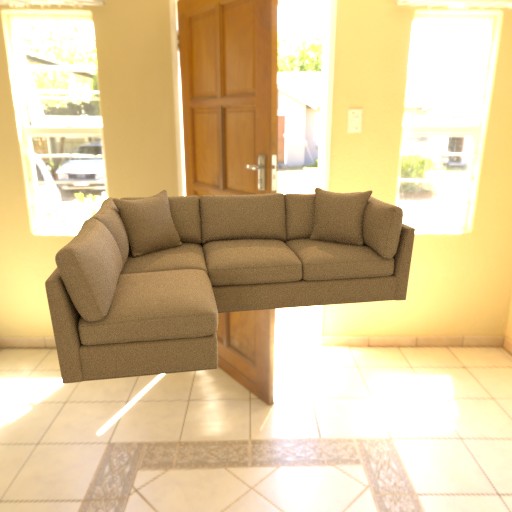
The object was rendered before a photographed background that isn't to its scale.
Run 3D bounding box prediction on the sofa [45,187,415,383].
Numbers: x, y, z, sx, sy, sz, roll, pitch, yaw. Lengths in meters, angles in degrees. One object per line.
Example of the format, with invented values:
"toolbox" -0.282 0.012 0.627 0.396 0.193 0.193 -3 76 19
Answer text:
"sofa" 0.000 0.000 3.833 2.896 0.978 1.994 -3 17 -10
